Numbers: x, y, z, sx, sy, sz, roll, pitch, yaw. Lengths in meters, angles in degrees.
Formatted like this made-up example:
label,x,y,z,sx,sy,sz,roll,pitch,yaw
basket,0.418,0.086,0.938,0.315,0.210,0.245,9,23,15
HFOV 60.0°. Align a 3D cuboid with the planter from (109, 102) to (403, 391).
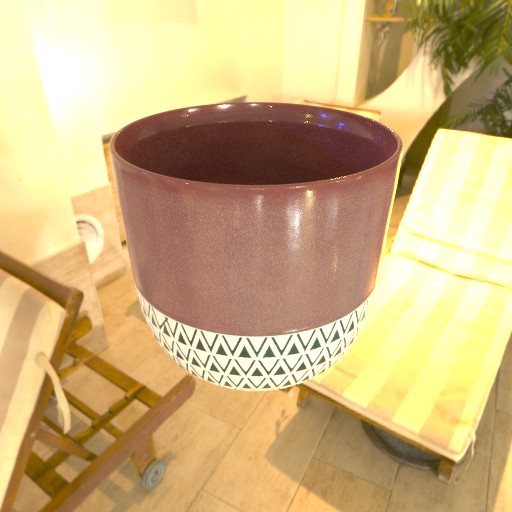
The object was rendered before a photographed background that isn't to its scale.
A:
label,x,y,z,sx,sy,sz,roll,pitch,yaw
planter,0.000,0.000,0.485,0.266,0.270,0.266,0,31,0
